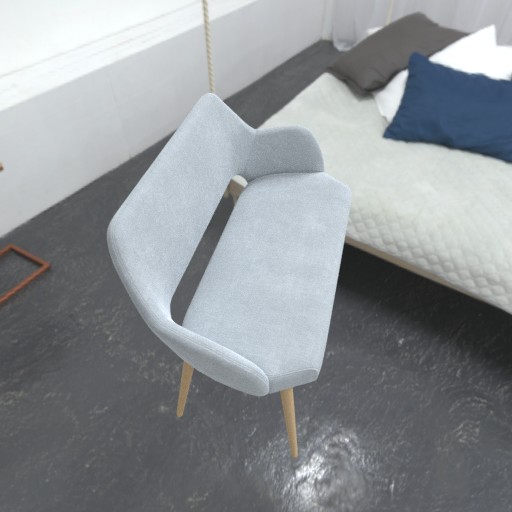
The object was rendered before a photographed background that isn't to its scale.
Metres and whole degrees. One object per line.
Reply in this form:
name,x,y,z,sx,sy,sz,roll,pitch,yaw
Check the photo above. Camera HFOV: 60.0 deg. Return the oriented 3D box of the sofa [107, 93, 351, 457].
sofa,0.000,0.000,1.635,0.610,0.840,1.150,11,47,10
